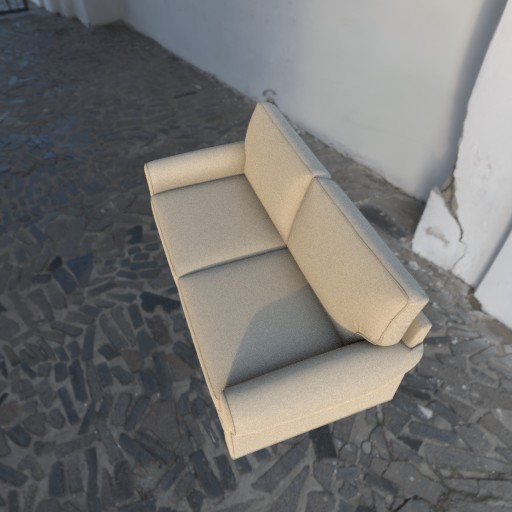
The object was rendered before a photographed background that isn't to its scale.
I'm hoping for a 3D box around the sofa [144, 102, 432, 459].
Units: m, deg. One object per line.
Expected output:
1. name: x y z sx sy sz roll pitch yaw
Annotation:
1. sofa: 0.000 0.000 2.500 0.940 0.952 1.930 -15 49 -14
